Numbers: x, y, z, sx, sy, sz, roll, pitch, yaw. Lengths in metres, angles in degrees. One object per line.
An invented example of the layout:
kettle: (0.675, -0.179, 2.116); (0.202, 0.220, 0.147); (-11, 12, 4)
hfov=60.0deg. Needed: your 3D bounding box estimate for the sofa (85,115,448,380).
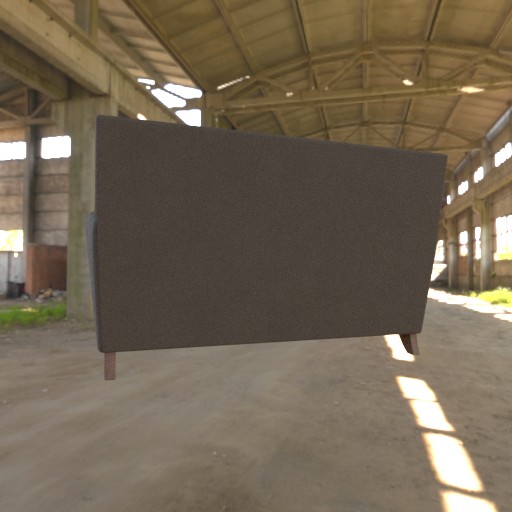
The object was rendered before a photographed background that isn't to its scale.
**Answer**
sofa: (0.000, 0.000, 1.962); (1.420, 0.846, 0.871); (1, -2, -20)
